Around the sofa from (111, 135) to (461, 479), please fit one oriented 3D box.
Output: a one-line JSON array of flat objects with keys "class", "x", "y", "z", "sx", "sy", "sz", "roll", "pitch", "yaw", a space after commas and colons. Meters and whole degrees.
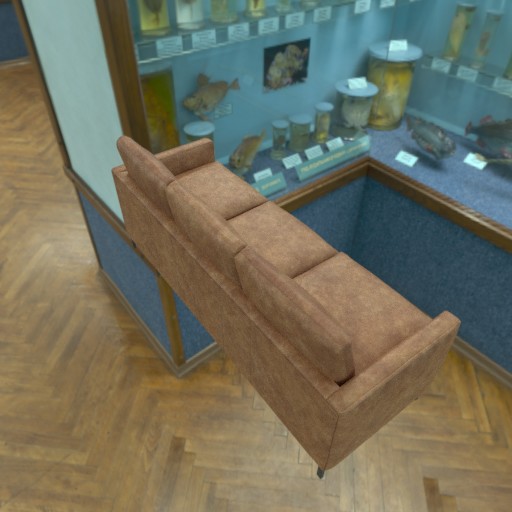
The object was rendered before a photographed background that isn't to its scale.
[{"class": "sofa", "x": 0.000, "y": 0.000, "z": 2.397, "sx": 0.748, "sy": 0.863, "sz": 2.029, "roll": -26, "pitch": 48, "yaw": -26}]
